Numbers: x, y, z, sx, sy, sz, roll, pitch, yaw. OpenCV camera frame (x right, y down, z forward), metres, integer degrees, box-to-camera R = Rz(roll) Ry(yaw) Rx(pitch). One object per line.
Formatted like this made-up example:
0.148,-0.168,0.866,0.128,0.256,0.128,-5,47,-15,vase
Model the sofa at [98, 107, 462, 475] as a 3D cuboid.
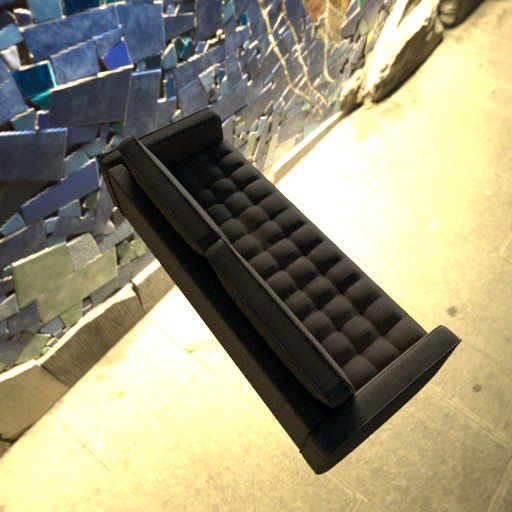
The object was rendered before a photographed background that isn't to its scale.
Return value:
0.000,0.000,2.681,0.923,0.813,2.295,-32,62,-19,sofa
